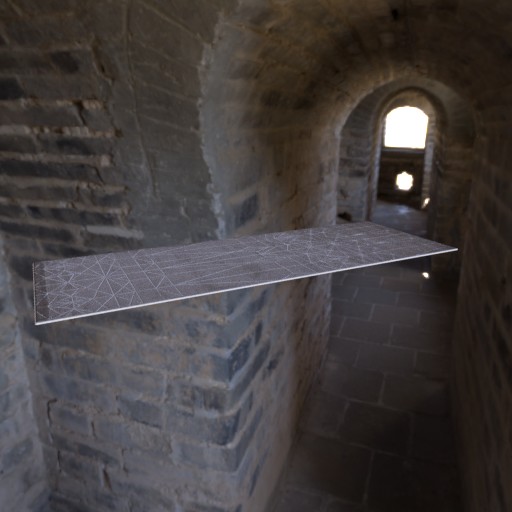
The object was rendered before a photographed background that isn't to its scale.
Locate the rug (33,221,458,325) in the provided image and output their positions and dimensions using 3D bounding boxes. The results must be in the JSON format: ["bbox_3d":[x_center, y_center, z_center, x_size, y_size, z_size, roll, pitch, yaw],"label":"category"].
[{"bbox_3d":[0.000,0.000,2.640,2.388,0.012,0.864,-8,19,-25],"label":"rug"}]
